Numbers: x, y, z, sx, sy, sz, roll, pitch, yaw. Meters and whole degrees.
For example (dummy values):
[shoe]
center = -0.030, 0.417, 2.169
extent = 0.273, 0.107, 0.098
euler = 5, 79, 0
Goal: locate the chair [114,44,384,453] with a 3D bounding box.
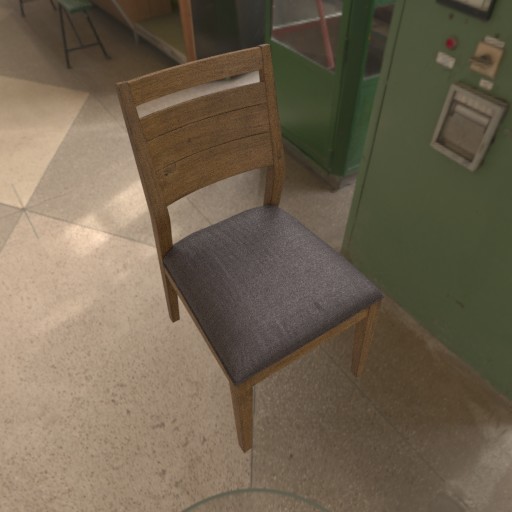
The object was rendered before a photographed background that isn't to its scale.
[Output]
[chair]
center = 0.000, 0.000, 1.290
extent = 0.501, 0.939, 0.610
euler = -26, 52, -22
